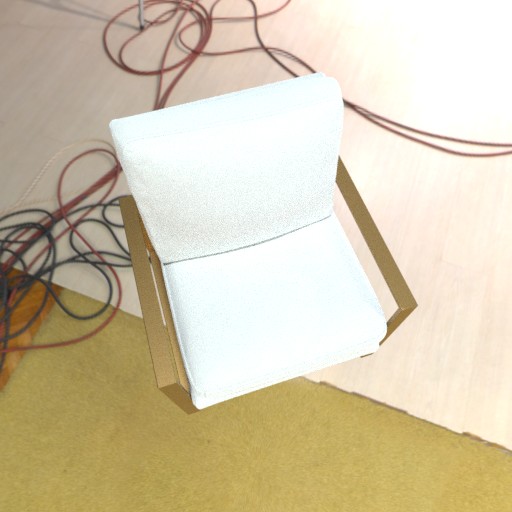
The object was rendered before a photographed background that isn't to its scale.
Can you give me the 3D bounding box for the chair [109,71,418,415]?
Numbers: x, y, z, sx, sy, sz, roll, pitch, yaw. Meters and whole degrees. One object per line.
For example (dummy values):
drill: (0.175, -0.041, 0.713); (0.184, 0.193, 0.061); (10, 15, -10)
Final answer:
chair: (0.000, 0.000, 1.537); (0.805, 0.966, 0.813); (-16, 65, -8)
